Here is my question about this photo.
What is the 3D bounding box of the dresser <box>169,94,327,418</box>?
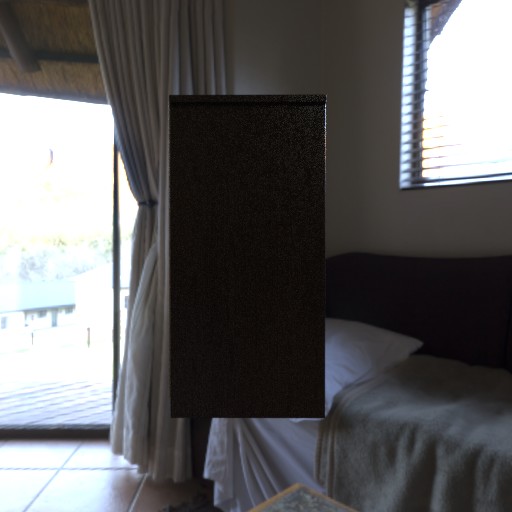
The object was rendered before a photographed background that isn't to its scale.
[{"bbox_3d":[0.000,0.000,1.705,0.401,0.755,1.360,0,0,0],"label":"dresser"}]
